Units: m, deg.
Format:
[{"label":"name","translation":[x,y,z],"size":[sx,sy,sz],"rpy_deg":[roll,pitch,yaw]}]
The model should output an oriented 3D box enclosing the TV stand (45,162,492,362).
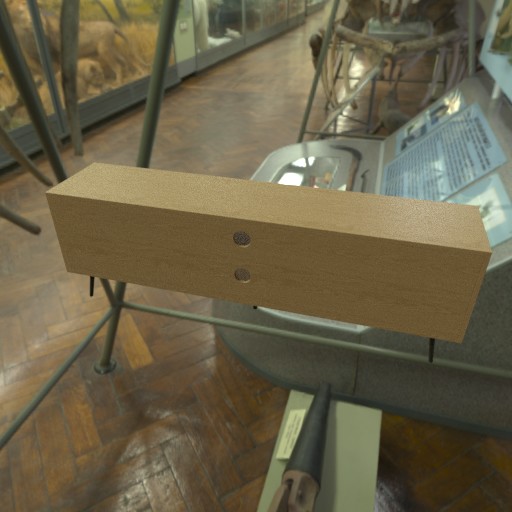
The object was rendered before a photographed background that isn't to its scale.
[{"label":"TV stand","translation":[0.000,0.000,2.006],"size":[1.760,0.580,0.400],"rpy_deg":[9,33,13]}]
